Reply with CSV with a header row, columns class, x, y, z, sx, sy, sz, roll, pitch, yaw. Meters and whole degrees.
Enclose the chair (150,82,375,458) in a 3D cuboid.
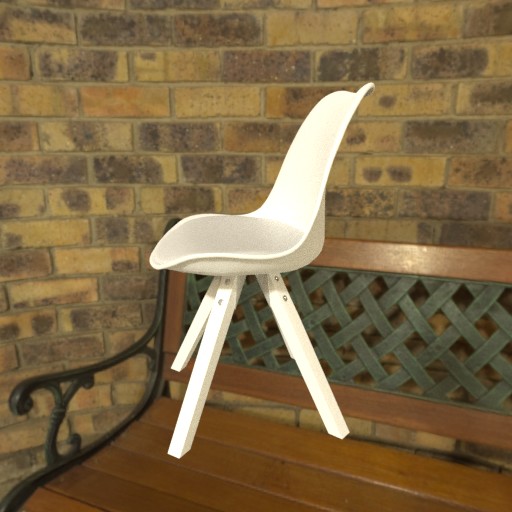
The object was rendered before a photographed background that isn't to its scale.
class,x,y,z,sx,sy,sz,roll,pitch,yaw
chair,0.000,0.000,1.179,0.550,0.850,0.485,-3,16,-9
